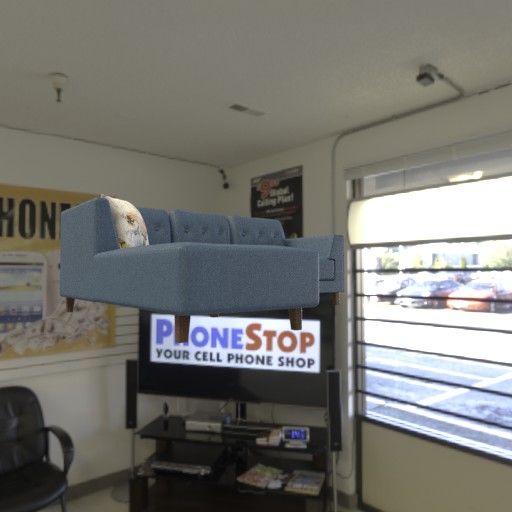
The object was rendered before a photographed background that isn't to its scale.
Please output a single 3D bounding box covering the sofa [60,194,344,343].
[{"bbox_3d":[0.000,0.000,3.063,2.120,0.787,1.829,2,-3,-37],"label":"sofa"}]
